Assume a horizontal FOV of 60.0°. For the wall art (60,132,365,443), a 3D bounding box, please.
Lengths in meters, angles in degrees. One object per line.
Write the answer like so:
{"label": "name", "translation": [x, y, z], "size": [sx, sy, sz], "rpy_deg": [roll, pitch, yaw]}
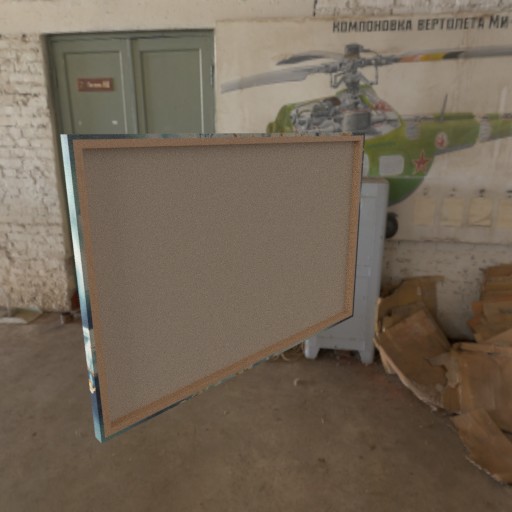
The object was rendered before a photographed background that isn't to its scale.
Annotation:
{"label": "wall art", "translation": [0.000, 0.000, 1.422], "size": [1.138, 0.759, 0.035], "rpy_deg": [-15, 22, -43]}
